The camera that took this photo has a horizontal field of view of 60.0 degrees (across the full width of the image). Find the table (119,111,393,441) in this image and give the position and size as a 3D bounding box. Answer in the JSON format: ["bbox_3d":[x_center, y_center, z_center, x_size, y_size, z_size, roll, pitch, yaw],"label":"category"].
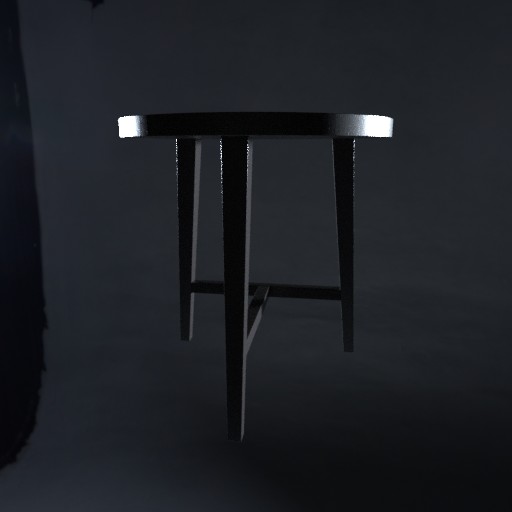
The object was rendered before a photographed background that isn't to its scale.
[{"bbox_3d":[0.000,0.000,0.909,0.500,0.531,0.500,0,14,0],"label":"table"}]
